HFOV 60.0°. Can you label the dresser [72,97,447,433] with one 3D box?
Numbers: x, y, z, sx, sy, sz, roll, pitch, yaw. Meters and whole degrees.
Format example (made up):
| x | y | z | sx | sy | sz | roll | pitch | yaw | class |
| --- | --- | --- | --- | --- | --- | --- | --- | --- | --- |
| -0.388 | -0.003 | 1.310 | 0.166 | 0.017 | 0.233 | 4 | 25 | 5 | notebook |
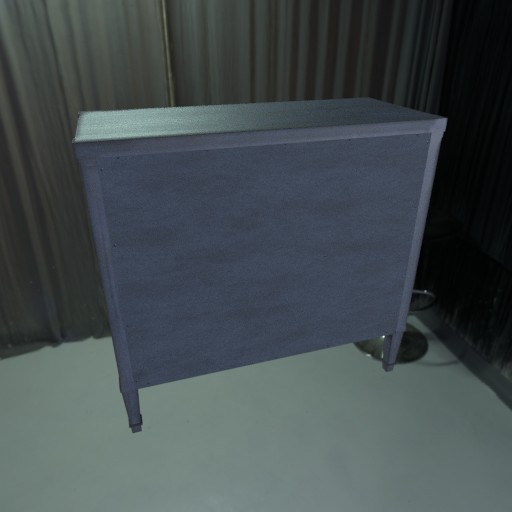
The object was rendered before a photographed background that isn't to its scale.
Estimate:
| x | y | z | sx | sy | sz | roll | pitch | yaw | class |
| --- | --- | --- | --- | --- | --- | --- | --- | --- | --- |
| 0.000 | 0.000 | 1.597 | 1.049 | 0.986 | 0.463 | -8 | 29 | -16 | dresser |
